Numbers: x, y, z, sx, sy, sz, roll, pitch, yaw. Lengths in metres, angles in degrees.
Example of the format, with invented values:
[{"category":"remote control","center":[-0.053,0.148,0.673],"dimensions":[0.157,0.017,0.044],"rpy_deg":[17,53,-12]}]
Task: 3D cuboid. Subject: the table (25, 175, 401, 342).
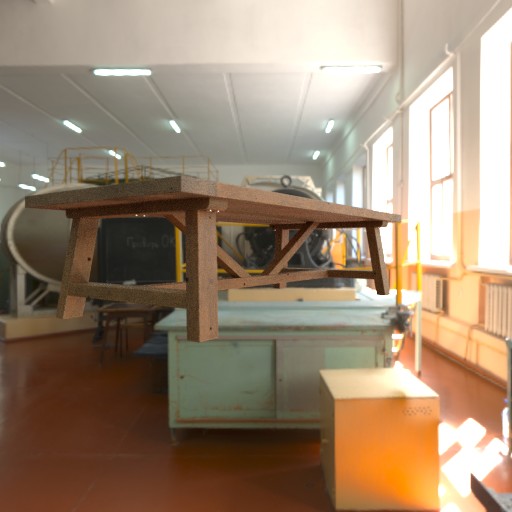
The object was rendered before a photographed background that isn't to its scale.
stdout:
[{"category":"table","center":[0.000,0.000,2.141],"dimensions":[0.820,0.465,1.800],"rpy_deg":[1,1,36]}]
